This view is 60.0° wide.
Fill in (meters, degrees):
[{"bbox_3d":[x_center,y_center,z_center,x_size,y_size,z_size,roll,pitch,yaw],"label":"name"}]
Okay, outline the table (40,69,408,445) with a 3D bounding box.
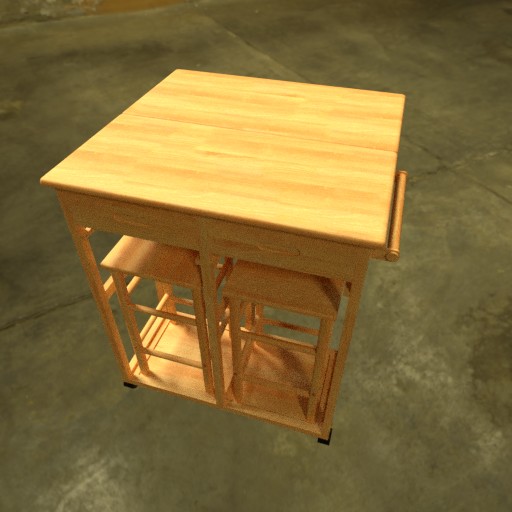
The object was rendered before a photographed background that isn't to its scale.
[{"bbox_3d":[0.000,0.000,1.376,0.752,0.832,0.693,12,43,13],"label":"table"}]
